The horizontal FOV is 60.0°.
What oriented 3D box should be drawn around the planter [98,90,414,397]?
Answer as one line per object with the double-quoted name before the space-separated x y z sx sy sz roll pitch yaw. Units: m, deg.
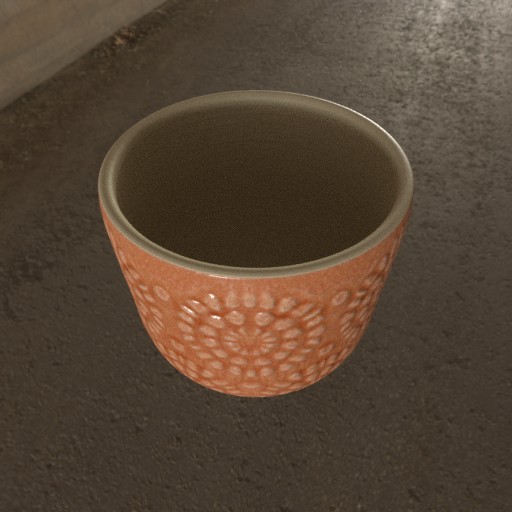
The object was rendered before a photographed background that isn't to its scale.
"planter" 0.000 0.000 0.215 0.124 0.109 0.124 0 46 0
